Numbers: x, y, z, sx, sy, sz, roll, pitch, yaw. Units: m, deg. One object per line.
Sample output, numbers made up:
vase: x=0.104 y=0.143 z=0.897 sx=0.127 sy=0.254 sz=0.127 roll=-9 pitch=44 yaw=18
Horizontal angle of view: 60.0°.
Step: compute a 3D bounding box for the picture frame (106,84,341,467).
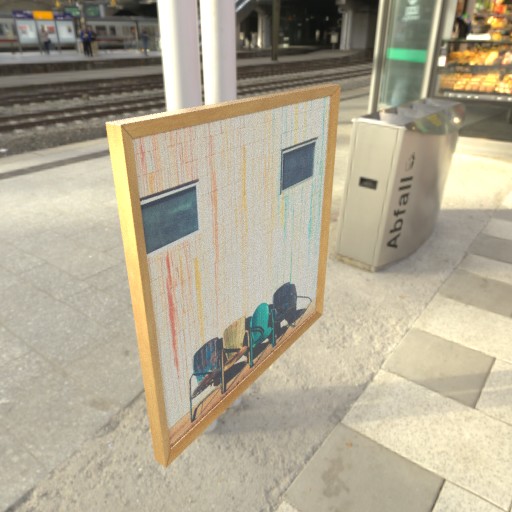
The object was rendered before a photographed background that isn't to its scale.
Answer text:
picture frame: x=0.000 y=0.000 z=1.126 sx=0.037 sy=0.761 sz=0.758 roll=18 pitch=31 yaw=31
